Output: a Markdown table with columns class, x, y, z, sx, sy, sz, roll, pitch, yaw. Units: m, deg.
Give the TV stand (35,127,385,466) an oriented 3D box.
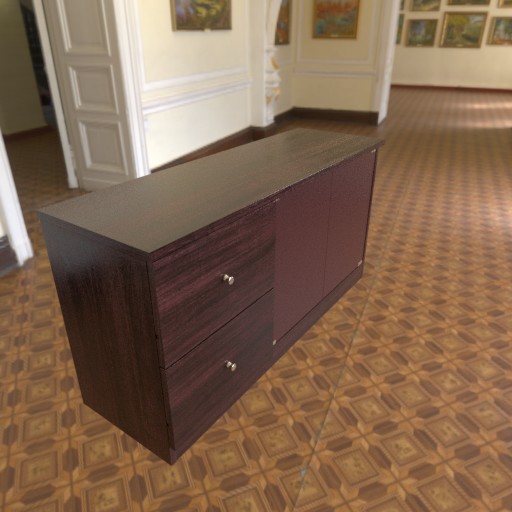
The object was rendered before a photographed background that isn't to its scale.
| class | x | y | z | sx | sy | sz | roll | pitch | yaw |
| --- | --- | --- | --- | --- | --- | --- | --- | --- | --- |
| TV stand | 0.000 | 0.000 | 1.492 | 0.404 | 0.614 | 1.192 | 18 | 32 | 31 |
